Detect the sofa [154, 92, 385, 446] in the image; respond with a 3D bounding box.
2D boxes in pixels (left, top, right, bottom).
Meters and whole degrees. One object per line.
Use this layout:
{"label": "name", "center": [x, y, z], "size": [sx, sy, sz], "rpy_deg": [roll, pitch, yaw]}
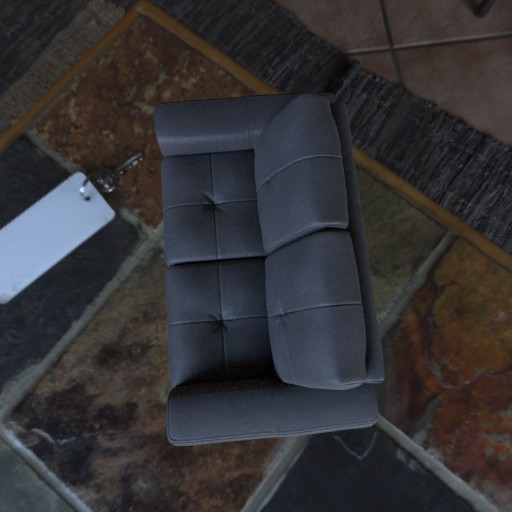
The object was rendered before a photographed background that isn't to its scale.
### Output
{"label": "sofa", "center": [0.000, 0.000, 2.343], "size": [1.018, 0.907, 1.806], "rpy_deg": [-5, 78, -1]}
